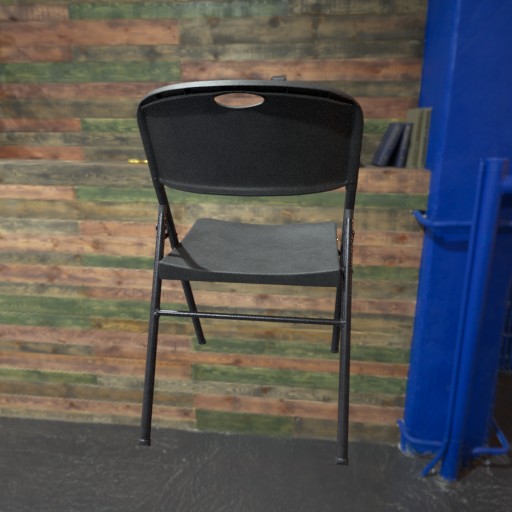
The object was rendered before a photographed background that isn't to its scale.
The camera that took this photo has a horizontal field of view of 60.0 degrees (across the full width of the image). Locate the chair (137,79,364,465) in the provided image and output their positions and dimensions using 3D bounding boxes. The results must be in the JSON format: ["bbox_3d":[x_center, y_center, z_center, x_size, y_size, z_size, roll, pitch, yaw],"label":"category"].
[{"bbox_3d":[0.000,0.000,1.166,0.494,0.810,0.566,2,16,8],"label":"chair"}]
